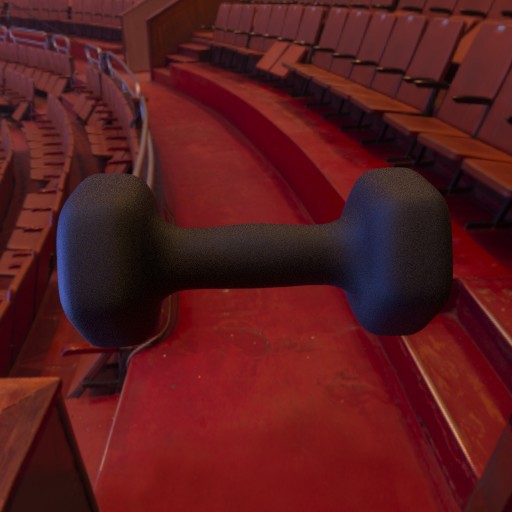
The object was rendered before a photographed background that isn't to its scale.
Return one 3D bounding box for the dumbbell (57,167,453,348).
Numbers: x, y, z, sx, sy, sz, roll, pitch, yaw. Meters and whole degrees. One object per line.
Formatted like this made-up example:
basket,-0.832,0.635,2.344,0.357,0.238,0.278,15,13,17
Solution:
dumbbell,0.000,0.000,0.286,0.231,0.101,0.112,-1,30,-3
